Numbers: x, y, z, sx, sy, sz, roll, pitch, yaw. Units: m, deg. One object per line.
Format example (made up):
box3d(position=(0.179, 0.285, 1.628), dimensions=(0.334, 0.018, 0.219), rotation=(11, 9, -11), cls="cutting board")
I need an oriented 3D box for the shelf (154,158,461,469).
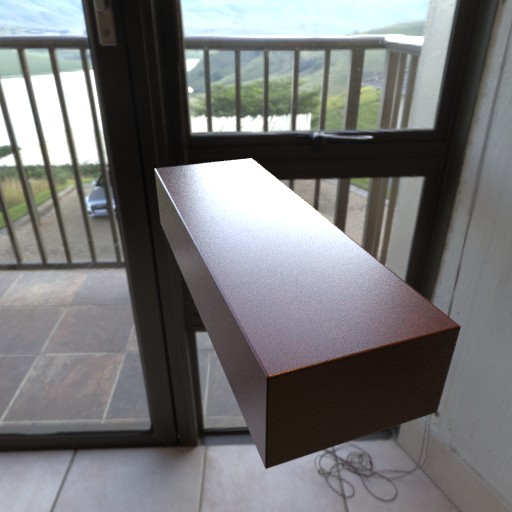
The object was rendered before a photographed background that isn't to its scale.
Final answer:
box3d(position=(0.000, 0.000, 0.511), dimensions=(0.152, 0.088, 0.457), rotation=(-10, 30, -18), cls="shelf")
